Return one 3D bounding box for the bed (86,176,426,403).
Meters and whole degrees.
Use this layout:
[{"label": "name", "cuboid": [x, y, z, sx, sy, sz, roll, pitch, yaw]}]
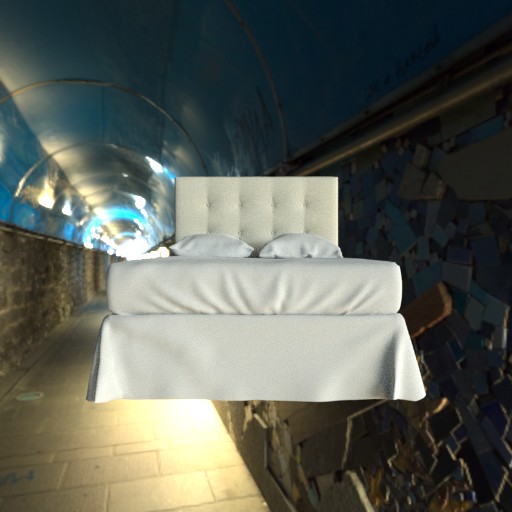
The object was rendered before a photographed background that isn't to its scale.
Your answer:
[{"label": "bed", "cuboid": [0.000, 0.000, 3.427, 1.936, 1.577, 2.222, 0, 0, 0]}]
